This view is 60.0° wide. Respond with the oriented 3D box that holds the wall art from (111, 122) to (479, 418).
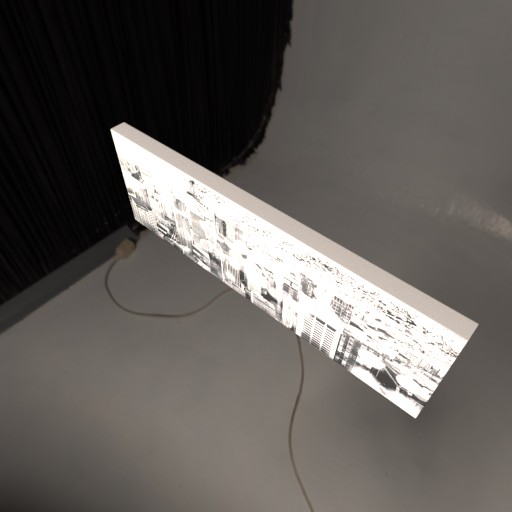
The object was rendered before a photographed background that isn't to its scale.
[{"bbox_3d":[0.000,0.000,0.849,0.763,0.255,0.038,33,56,26],"label":"wall art"}]
